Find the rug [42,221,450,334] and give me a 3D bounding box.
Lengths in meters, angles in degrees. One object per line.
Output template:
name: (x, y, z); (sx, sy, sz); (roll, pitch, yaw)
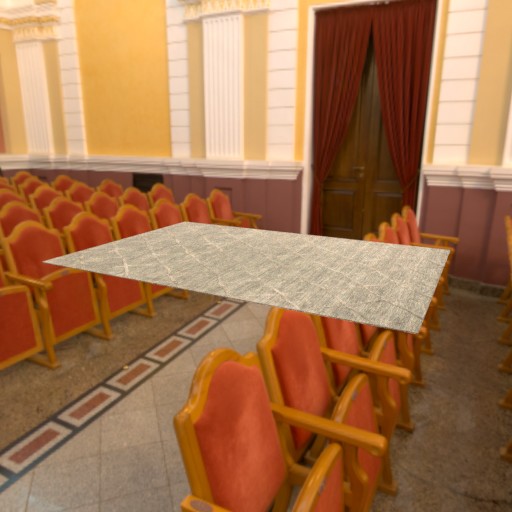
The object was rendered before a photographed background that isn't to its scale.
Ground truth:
rug: (0.000, 0.000, 2.969); (2.283, 0.006, 1.521); (8, 17, 26)
